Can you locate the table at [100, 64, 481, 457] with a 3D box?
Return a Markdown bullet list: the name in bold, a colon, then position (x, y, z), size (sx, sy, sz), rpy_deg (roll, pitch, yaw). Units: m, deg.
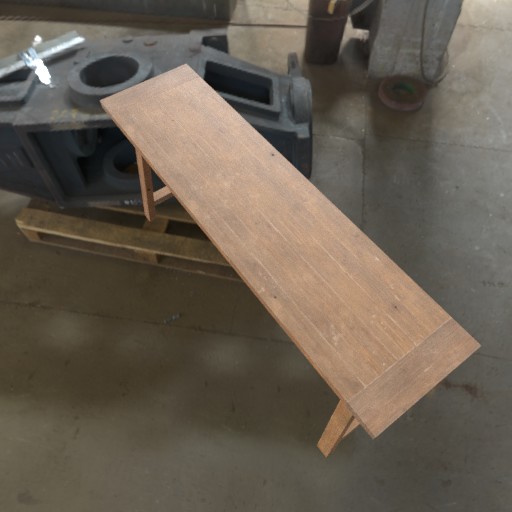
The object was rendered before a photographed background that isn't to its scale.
- **table**: position (0.000, 0.000, 2.067), size (0.465, 0.810, 1.800), rpy_deg (-32, 63, -18)
